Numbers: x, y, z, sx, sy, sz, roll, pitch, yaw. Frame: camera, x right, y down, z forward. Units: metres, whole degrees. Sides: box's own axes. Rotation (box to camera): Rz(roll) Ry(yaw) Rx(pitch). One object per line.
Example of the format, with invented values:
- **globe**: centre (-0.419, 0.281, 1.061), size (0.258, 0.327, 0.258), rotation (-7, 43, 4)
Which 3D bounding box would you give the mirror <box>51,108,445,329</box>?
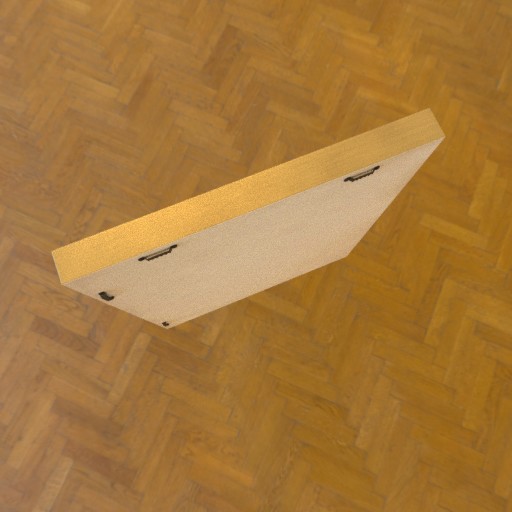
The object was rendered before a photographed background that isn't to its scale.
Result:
- **mirror**: centre (0.000, 0.000, 0.683), size (0.406, 0.509, 0.041), rotation (-22, 77, -5)
